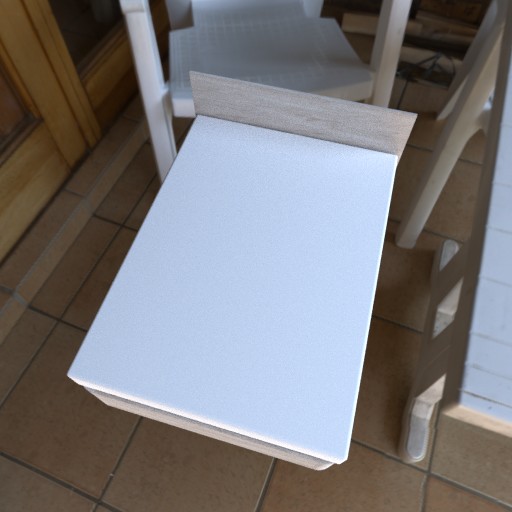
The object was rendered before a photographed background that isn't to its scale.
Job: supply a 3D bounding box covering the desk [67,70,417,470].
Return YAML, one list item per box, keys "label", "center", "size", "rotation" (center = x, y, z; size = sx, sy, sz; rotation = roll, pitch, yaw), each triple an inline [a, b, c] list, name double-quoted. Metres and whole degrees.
- label: "desk"
  center: [0.000, 0.000, 2.549]
  size: [1.400, 0.800, 1.900]
  rotation: [14, 61, 8]
